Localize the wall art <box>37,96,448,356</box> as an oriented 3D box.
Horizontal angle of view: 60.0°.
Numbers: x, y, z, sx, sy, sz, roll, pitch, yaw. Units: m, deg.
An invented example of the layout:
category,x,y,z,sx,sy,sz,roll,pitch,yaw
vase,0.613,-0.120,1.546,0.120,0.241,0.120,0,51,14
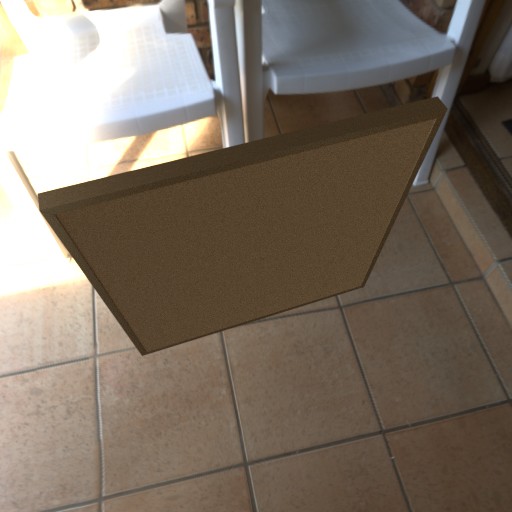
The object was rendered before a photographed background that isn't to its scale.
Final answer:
category,x,y,z,sx,sy,sz,roll,pitch,yaw
wall art,0.000,0.000,1.125,0.762,0.762,0.038,-16,61,-9
